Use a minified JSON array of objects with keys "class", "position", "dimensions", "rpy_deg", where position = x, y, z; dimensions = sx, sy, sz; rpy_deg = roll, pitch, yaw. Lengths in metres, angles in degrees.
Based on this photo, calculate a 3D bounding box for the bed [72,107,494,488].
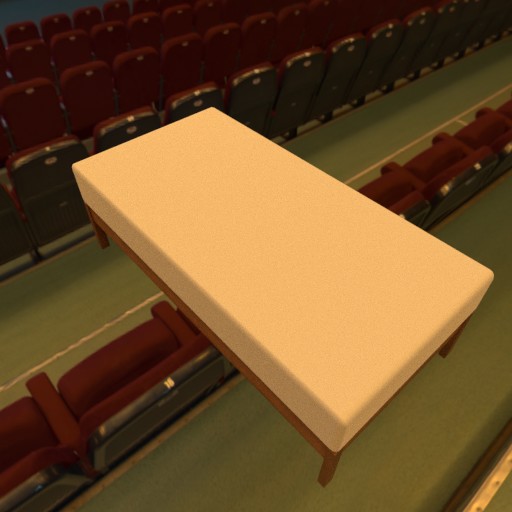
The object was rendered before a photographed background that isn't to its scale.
[{"class":"bed","position":[0.000,0.000,2.305],"dimensions":[0.961,0.616,1.902],"rpy_deg":[-33,54,-28]}]
